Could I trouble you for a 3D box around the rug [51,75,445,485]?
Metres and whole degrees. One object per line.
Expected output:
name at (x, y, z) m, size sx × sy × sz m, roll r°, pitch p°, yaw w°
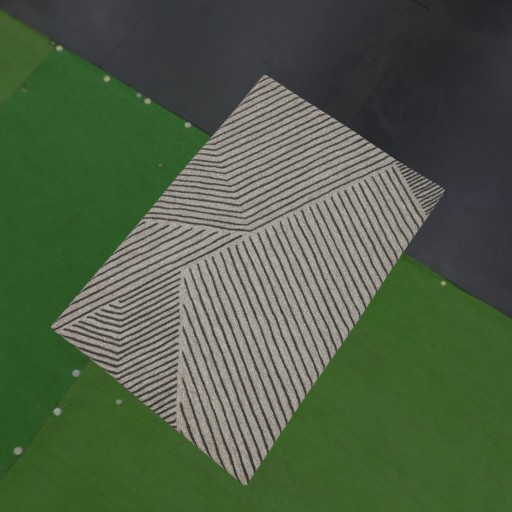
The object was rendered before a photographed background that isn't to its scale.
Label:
rug at (0.000, 0.000, 2.338) m, size 1.237 × 0.019 × 1.842 m, roll 36°, pitch 78°, yaw 8°
